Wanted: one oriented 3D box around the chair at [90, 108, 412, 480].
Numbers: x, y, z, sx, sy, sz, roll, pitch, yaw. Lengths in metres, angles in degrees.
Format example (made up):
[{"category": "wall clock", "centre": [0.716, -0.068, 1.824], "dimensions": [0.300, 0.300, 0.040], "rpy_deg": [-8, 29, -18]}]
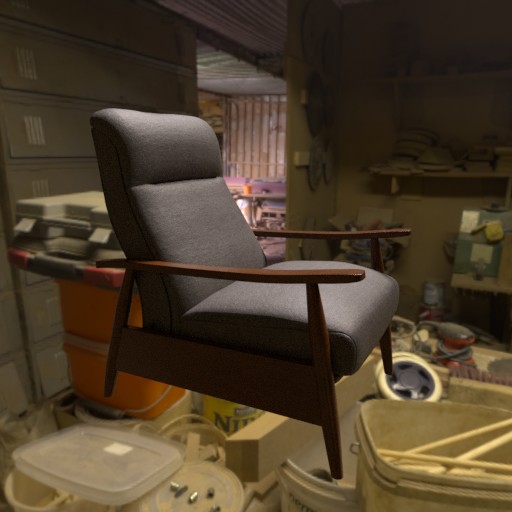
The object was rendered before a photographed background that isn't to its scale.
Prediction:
[{"category": "chair", "centre": [0.000, 0.000, 1.698], "dimensions": [1.014, 1.081, 0.762], "rpy_deg": [7, 15, 27]}]
